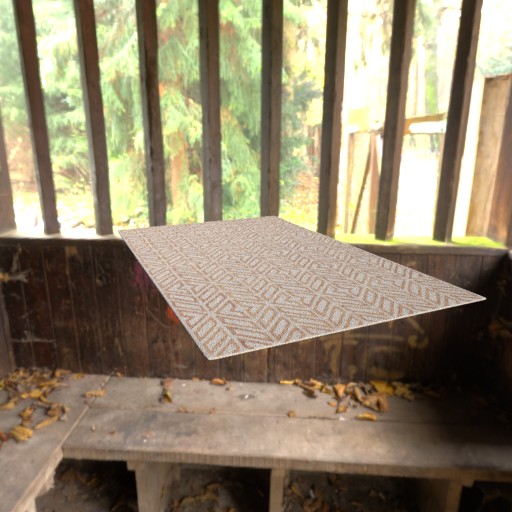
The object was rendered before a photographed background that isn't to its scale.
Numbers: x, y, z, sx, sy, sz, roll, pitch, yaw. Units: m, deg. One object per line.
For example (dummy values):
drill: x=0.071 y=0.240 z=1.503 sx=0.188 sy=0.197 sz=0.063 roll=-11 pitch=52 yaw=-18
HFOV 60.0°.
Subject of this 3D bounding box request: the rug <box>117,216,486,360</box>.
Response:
rug: x=0.000 y=0.000 z=3.056 sx=1.523 sy=0.008 sz=2.438 roll=-7 pitch=18 yaw=-24
